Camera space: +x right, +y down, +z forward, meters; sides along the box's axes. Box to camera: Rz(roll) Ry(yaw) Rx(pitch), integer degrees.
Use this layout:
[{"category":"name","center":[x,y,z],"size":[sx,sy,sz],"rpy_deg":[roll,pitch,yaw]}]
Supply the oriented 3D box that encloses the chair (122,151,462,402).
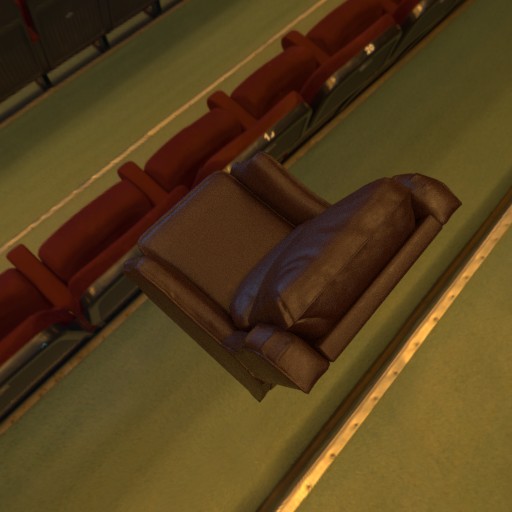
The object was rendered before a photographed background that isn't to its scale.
[{"category":"chair","center":[0.000,0.000,1.762],"size":[0.982,1.132,0.770],"rpy_deg":[39,71,16]}]
